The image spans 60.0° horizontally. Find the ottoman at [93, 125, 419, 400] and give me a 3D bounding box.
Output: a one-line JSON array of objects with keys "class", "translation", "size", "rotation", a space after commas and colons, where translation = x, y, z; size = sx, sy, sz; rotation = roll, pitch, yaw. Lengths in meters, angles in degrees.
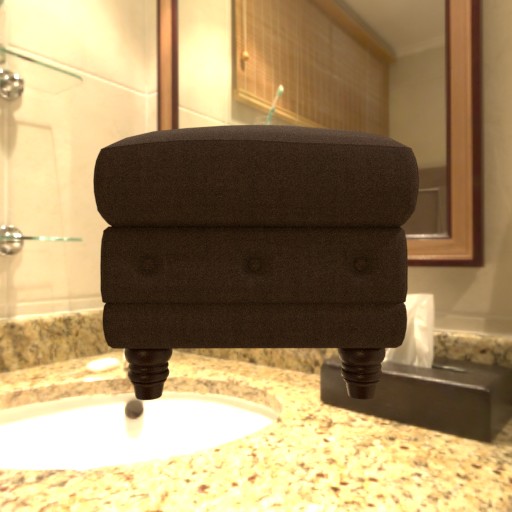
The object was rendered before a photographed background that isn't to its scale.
[{"class": "ottoman", "translation": [0.000, 0.000, 1.190], "size": [0.599, 0.555, 0.809], "rotation": [0, 0, -1]}]
